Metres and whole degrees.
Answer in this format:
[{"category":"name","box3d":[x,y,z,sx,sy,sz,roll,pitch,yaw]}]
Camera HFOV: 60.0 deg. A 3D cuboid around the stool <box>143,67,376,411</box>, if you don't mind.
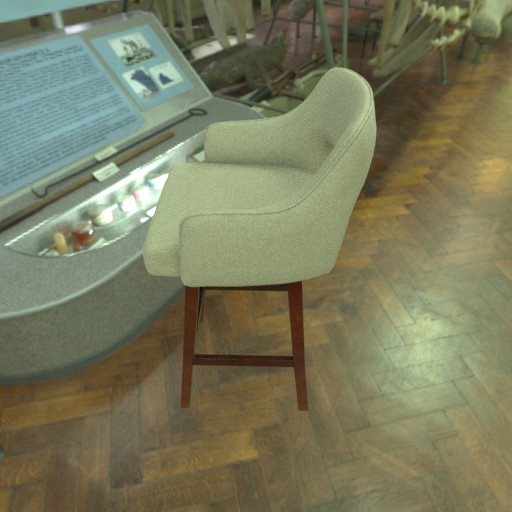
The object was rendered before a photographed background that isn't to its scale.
[{"category":"stool","box3d":[0.000,0.000,1.374,0.560,1.041,0.550,1,39,1]}]
